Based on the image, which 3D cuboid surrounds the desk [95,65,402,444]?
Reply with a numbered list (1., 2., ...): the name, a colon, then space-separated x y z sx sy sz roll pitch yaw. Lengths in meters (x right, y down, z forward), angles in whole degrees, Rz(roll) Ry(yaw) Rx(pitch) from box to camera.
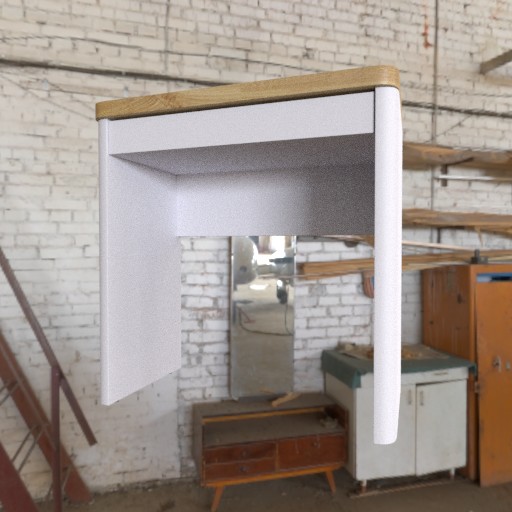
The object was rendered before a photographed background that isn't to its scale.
1. desk: 0.000 0.000 1.230 0.760 0.790 0.440 0 1 19
